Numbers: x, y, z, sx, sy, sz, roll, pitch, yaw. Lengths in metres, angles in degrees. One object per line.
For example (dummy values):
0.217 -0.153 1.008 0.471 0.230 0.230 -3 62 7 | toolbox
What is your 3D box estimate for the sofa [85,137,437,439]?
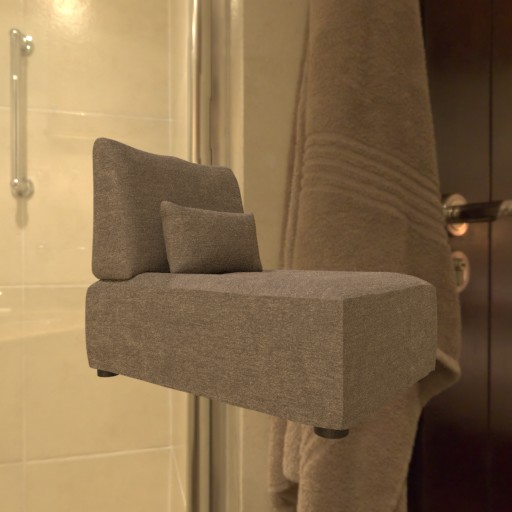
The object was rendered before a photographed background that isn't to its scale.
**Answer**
0.000 0.000 1.518 1.000 0.820 0.700 0 0 38 | sofa
